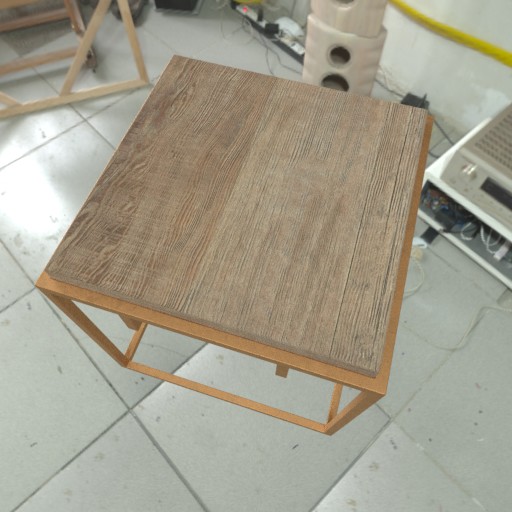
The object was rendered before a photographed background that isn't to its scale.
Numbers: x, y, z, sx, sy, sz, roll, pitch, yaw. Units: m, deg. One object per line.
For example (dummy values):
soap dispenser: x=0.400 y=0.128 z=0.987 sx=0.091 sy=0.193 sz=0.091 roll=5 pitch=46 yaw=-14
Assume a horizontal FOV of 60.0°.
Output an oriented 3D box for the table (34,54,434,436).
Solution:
table: x=0.000 y=0.000 z=1.073 sx=0.599 sy=0.584 sz=0.599 roll=16 pitch=63 yaw=8
